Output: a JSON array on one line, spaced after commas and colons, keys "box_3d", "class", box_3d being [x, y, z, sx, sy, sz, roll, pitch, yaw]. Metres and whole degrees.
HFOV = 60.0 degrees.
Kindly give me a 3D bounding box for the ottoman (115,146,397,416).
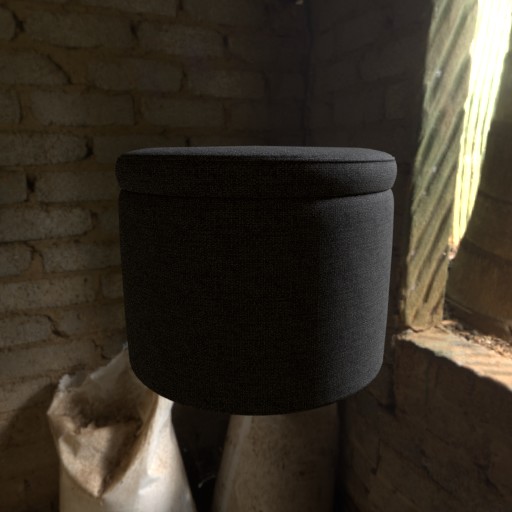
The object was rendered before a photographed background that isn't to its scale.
[{"box_3d": [0.000, 0.000, 0.892, 0.520, 0.430, 0.520, 0, 13, 0], "class": "ottoman"}]
